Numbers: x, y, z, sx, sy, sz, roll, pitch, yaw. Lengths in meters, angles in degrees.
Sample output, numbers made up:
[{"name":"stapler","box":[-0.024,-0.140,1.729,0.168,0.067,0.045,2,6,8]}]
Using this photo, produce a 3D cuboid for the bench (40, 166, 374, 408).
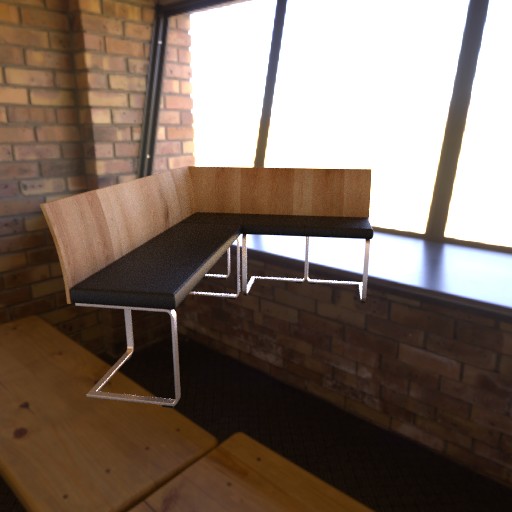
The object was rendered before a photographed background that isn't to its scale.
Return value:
[{"name":"bench","box":[0.000,0.000,2.771,1.495,0.930,1.945,3,16,9]}]
